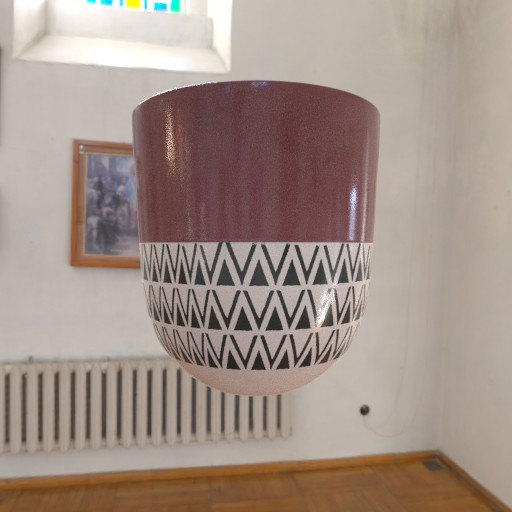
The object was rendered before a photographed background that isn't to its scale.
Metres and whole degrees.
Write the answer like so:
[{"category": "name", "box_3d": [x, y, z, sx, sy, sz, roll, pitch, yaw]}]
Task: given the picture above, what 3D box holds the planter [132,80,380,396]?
[{"category": "planter", "box_3d": [0.000, 0.000, 0.363, 0.195, 0.214, 0.195, 0, 1, 0]}]
